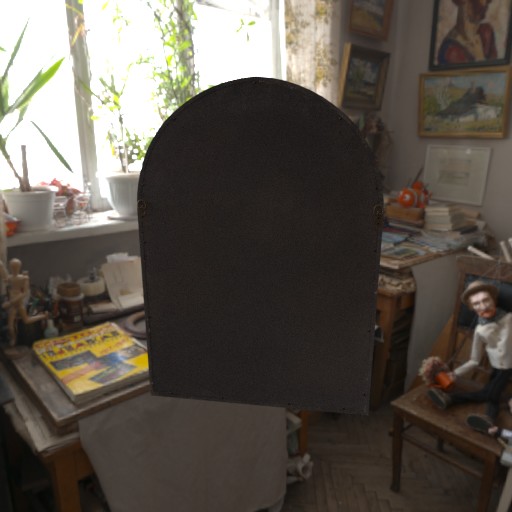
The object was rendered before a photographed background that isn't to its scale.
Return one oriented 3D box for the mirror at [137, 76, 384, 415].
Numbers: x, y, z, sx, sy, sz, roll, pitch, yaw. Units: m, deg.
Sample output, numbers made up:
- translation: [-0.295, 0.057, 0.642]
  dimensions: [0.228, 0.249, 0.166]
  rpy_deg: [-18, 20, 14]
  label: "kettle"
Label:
- translation: [0.000, 0.000, 1.220]
  dimensions: [0.660, 0.920, 0.032]
  rpy_deg: [2, 16, 9]
  label: "mirror"
